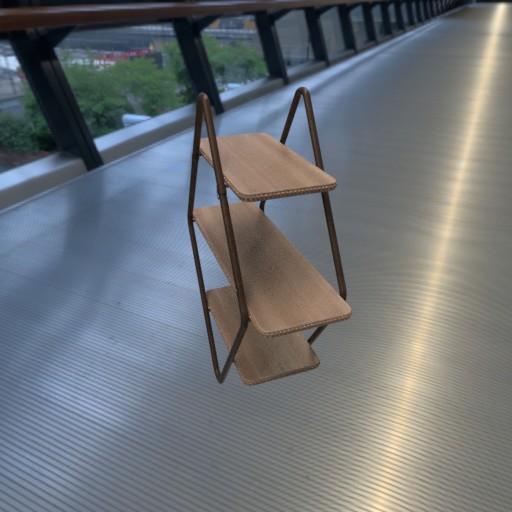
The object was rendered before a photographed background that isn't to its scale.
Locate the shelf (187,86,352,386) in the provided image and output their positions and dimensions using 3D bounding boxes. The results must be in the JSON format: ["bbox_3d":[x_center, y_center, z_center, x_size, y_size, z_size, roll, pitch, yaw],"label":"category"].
[{"bbox_3d":[0.000,0.000,1.092,0.234,0.774,0.609,-10,31,-17],"label":"shelf"}]
